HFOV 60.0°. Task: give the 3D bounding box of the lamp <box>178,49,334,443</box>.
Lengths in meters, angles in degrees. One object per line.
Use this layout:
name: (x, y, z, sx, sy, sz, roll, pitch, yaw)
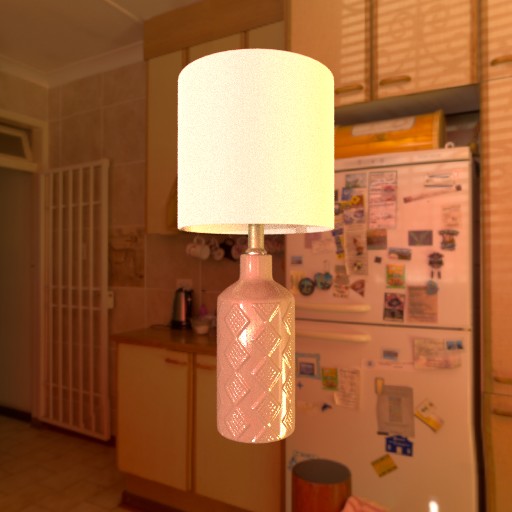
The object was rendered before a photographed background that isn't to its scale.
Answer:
lamp: (0.000, 0.000, 0.595, 0.207, 0.461, 0.207, 0, -1, -1)
